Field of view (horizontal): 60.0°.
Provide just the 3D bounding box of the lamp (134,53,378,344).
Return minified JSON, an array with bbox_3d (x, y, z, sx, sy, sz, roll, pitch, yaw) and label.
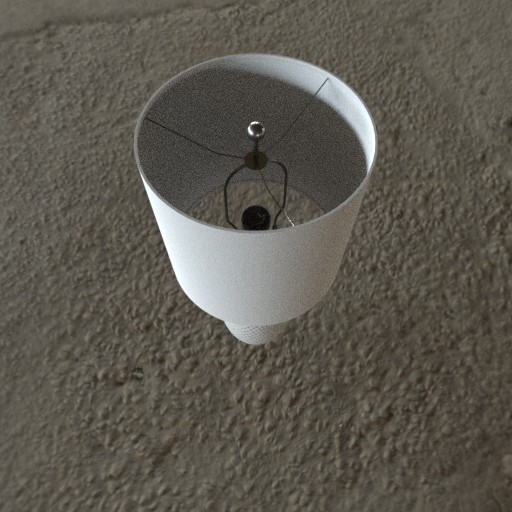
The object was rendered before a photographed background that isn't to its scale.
[{"bbox_3d":[0.000,0.000,0.589,0.214,0.466,0.214,-15,62,-8],"label":"lamp"}]
